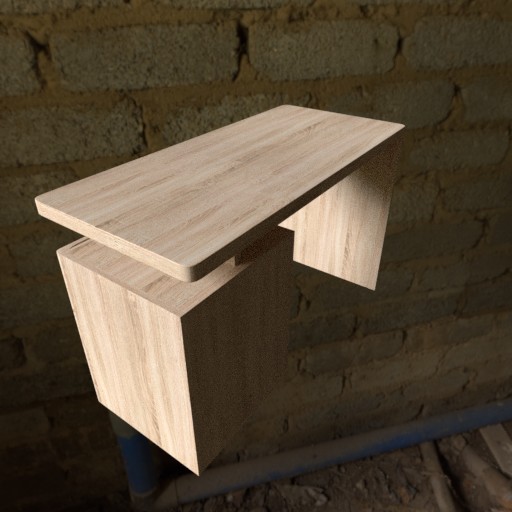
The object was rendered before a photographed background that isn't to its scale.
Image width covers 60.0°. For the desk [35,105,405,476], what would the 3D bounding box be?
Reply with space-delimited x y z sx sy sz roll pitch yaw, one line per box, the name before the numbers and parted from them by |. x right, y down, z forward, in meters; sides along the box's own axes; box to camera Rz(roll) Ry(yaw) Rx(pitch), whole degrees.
desk | 0.000 0.000 1.605 0.550 0.760 1.200 21 38 30
